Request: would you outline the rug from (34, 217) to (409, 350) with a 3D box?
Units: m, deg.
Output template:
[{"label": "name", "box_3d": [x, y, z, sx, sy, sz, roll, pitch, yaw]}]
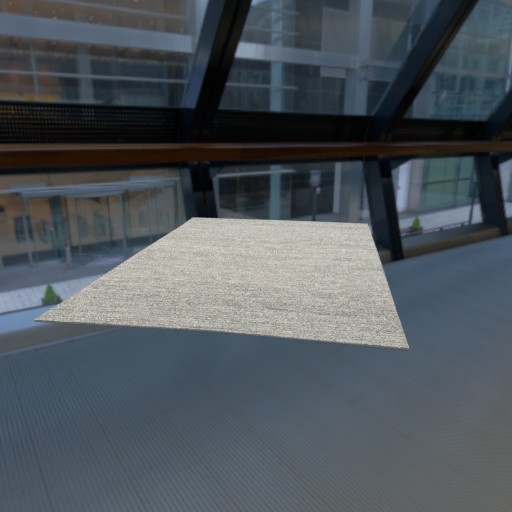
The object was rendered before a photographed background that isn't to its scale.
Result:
[{"label": "rug", "box_3d": [0.000, 0.000, 2.952, 1.616, 0.030, 2.338, 3, 17, 9]}]
